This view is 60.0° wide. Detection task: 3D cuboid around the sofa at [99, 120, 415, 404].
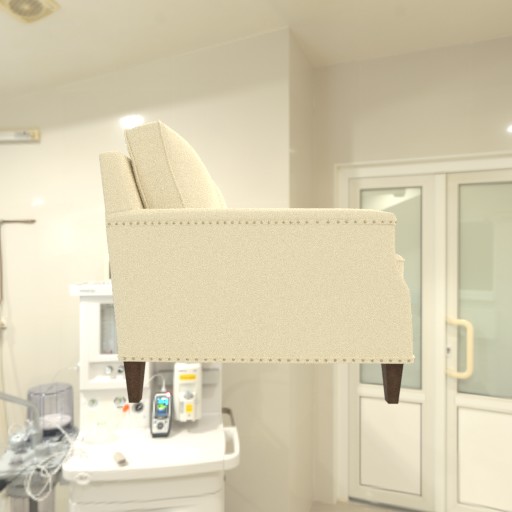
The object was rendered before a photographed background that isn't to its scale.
[{"bbox_3d":[0.000,0.000,2.247,1.084,1.003,1.597,0,0,1],"label":"sofa"}]
